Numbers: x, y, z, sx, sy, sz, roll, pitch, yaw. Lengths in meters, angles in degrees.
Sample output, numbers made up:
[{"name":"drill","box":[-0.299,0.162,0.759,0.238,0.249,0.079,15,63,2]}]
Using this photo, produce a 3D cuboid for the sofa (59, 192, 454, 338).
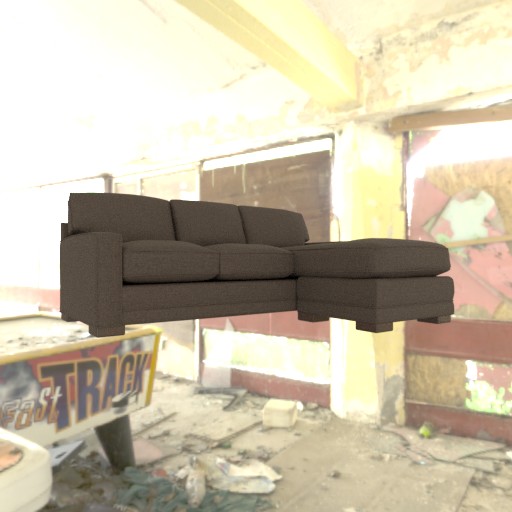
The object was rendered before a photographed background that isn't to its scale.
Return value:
[{"name":"sofa","box":[0.000,0.000,3.277,2.370,0.973,1.790,0,-1,-35]}]
